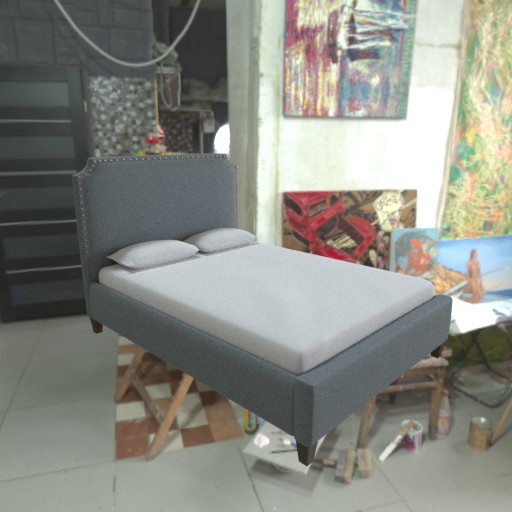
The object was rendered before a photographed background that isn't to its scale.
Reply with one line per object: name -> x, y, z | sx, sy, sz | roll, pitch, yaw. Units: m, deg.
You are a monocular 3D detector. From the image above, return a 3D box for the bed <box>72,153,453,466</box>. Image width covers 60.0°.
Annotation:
bed -> 0.000, 0.000, 3.365 | 2.372, 1.443, 1.712 | 14, 20, 43
